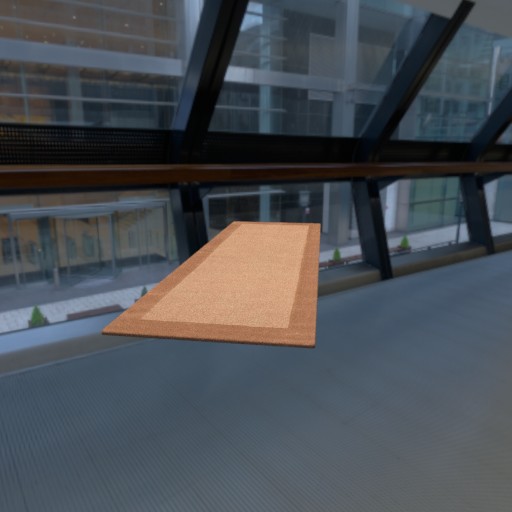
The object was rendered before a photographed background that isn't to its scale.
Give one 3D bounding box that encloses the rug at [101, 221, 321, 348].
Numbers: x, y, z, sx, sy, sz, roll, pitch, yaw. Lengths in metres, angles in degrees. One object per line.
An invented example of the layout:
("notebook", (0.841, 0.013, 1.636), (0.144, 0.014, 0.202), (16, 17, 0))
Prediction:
("rug", (0.000, 0.000, 2.695), (0.764, 0.017, 2.439), (2, 14, 8))
